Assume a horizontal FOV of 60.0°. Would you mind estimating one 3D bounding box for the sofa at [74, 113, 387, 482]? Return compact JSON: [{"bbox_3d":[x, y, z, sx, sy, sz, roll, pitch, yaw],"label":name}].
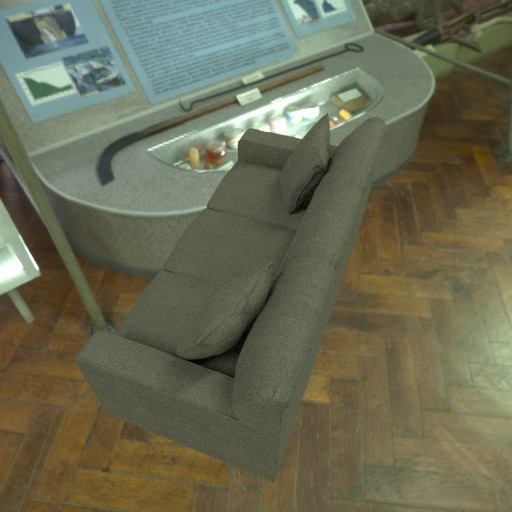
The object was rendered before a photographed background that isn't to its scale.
[{"bbox_3d":[0.000,0.000,2.545,0.997,0.958,2.024,16,49,14],"label":"sofa"}]
